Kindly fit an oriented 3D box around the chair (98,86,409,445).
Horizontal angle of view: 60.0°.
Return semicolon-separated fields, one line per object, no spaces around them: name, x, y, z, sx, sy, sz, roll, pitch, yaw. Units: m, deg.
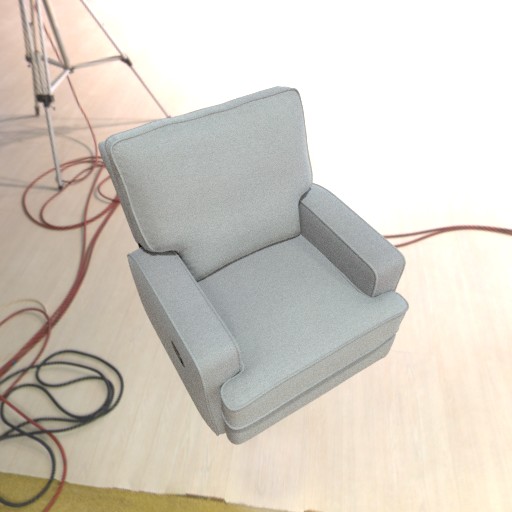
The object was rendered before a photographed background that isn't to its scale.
chair;0.000;0.000;1.699;0.861;0.964;0.969;-25;53;-20
